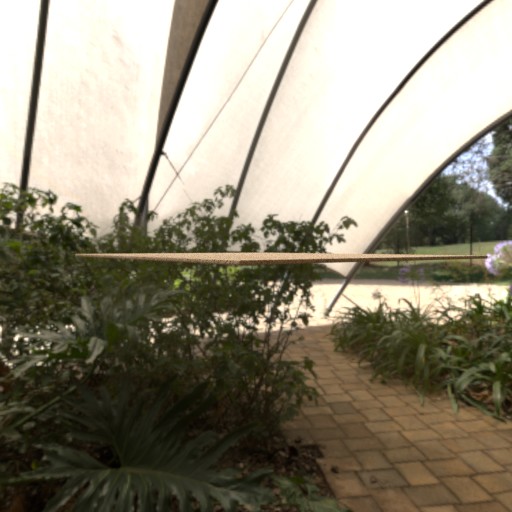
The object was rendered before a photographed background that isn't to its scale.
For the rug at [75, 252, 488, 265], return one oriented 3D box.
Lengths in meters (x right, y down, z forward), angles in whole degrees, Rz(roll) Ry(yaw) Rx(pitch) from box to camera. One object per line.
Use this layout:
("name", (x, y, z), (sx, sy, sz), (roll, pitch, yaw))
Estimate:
("rug", (0.000, 0.000, 4.046), (2.400, 0.025, 3.000), (-1, 1, -36))
